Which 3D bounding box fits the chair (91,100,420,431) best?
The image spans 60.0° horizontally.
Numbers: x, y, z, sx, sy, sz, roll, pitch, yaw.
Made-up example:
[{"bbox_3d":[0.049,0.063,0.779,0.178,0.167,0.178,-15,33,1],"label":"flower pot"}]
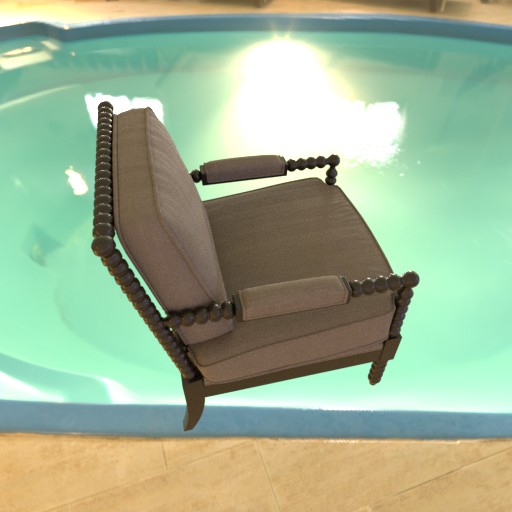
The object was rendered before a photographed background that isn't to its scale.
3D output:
[{"bbox_3d":[0.000,0.000,1.101,0.622,0.661,0.540,-9,46,-9],"label":"chair"}]
